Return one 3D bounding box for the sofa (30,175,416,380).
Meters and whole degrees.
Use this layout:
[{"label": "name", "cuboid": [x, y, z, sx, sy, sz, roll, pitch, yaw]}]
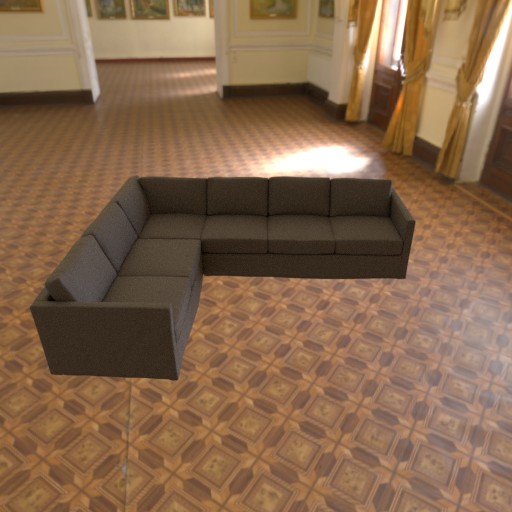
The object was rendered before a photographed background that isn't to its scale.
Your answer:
[{"label": "sofa", "cuboid": [0.000, 0.000, 4.284, 3.182, 0.871, 2.432, 1, 30, 1]}]
